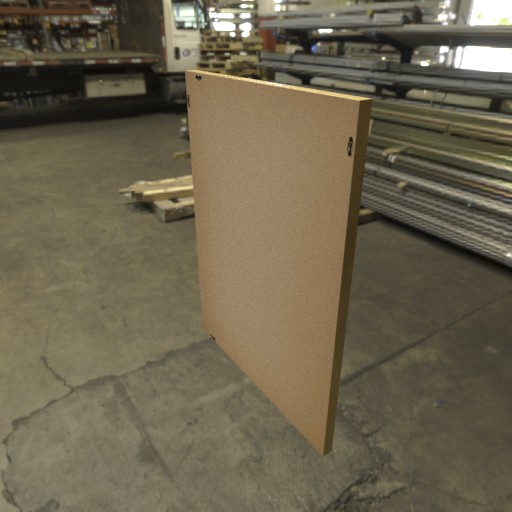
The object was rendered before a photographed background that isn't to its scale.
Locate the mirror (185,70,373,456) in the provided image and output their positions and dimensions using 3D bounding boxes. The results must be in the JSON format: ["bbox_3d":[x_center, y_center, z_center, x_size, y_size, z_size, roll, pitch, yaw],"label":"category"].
[{"bbox_3d":[0.000,0.000,1.377,0.040,1.016,0.762,-17,32,-30],"label":"mirror"}]
